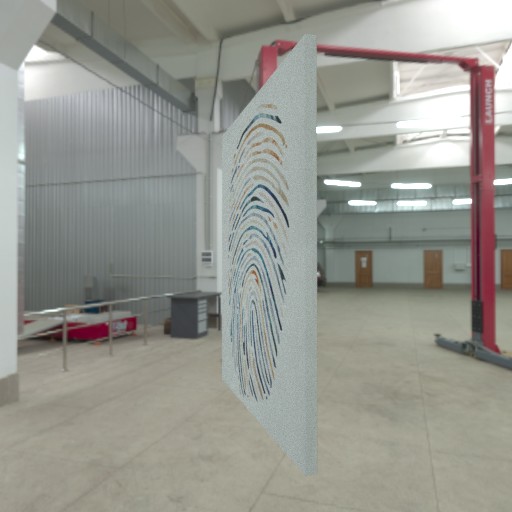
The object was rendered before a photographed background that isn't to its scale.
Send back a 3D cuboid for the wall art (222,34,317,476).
[{"bbox_3d":[0.000,0.000,1.006,0.021,0.710,0.609,0,-1,-17],"label":"wall art"}]
